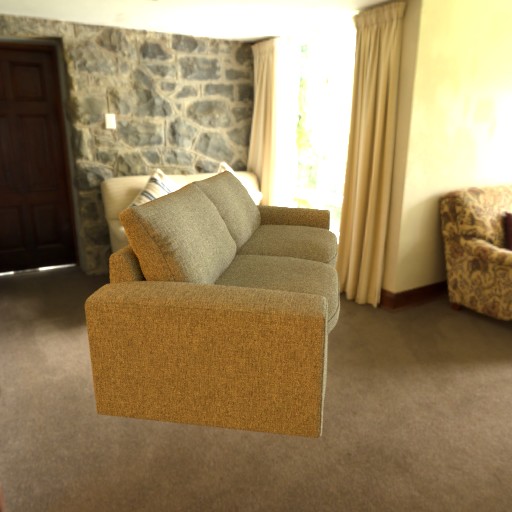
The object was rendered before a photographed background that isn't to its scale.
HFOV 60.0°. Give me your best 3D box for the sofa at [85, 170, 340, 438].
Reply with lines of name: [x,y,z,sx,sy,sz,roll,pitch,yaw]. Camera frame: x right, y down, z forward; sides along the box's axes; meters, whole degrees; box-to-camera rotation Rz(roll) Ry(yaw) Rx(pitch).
sofa: [0.000,0.000,2.829,1.040,0.922,2.299,3,16,9]
